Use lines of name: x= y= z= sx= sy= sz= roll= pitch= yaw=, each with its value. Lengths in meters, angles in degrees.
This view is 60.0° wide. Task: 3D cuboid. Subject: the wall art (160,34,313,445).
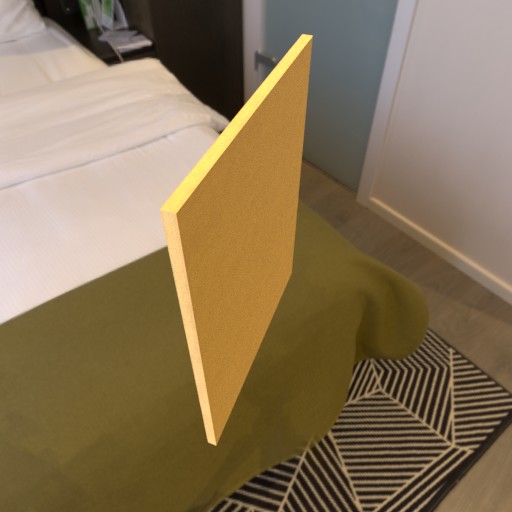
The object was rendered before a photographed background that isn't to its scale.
wall art: x=0.000 y=0.000 z=1.341 sx=0.030 sy=1.002 sz=0.798 roll=16 pitch=49 yaw=14
